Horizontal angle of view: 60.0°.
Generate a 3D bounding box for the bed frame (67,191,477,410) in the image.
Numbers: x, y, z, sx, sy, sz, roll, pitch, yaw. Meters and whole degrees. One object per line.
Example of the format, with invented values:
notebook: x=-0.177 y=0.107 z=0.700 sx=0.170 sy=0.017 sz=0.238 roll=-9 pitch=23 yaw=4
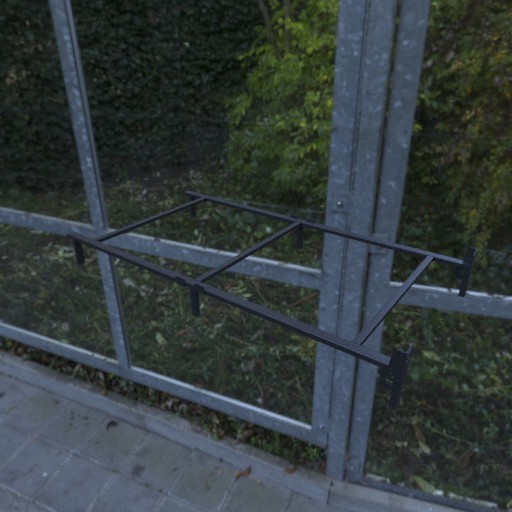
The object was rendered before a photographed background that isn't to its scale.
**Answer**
bed frame: x=0.000 y=0.000 z=2.311 sx=1.897 sy=0.248 sz=0.968 roll=18 pitch=31 yaw=32
